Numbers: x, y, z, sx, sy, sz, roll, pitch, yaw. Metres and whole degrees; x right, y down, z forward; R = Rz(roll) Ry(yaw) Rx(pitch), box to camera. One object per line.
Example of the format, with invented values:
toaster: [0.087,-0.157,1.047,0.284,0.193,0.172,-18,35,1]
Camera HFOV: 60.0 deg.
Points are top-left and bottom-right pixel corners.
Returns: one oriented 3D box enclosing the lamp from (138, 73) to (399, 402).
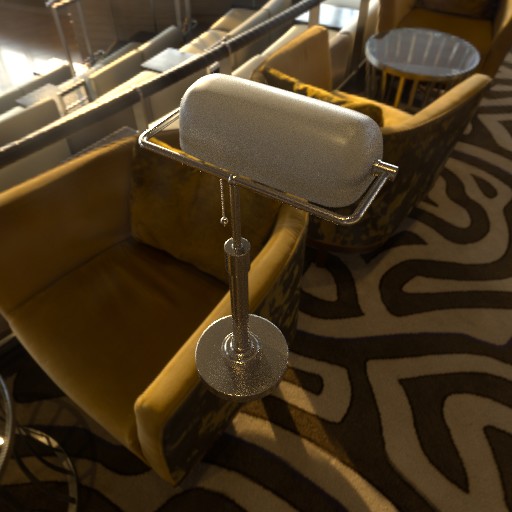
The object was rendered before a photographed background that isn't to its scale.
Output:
lamp: [0.000,0.000,0.575,0.269,0.404,0.227,24,52,21]
